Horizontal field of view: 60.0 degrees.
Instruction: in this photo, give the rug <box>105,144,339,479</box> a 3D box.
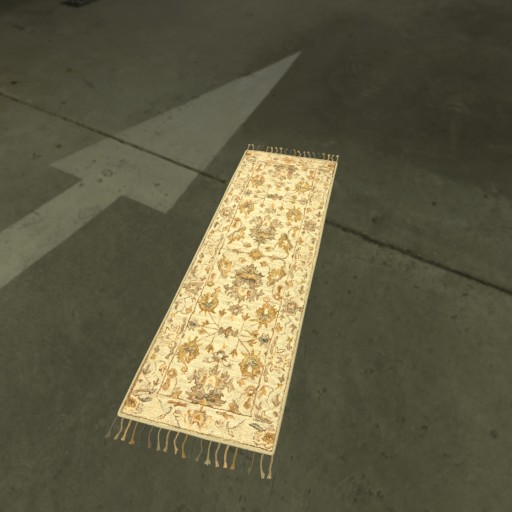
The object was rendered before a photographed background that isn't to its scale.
[{"bbox_3d":[0.000,0.000,2.664,0.729,0.021,2.438,10,46,10],"label":"rug"}]
